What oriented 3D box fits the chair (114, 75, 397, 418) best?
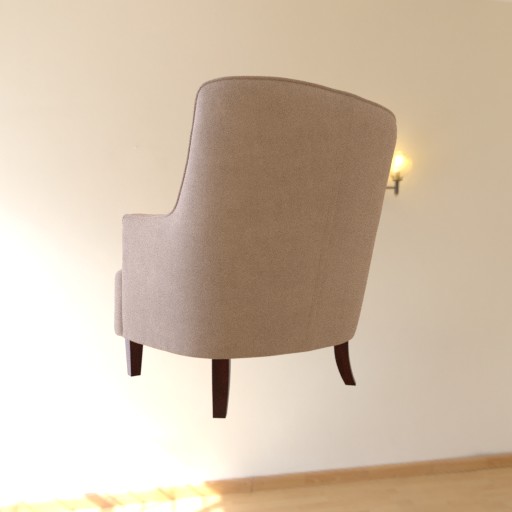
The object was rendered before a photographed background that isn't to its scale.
[{"bbox_3d":[0.000,0.000,1.594,0.781,0.920,0.910,0,0,-36],"label":"chair"}]
